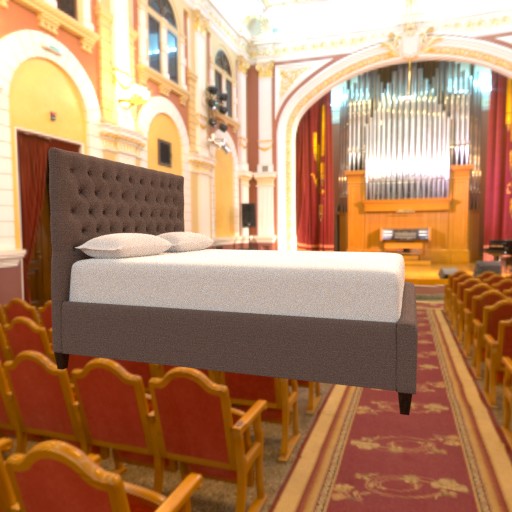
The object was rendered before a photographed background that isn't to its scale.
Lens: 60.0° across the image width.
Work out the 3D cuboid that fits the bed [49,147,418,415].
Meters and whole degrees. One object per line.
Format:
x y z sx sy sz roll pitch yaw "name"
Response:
0.000 0.000 3.258 2.233 1.426 1.696 1 4 19 "bed"
